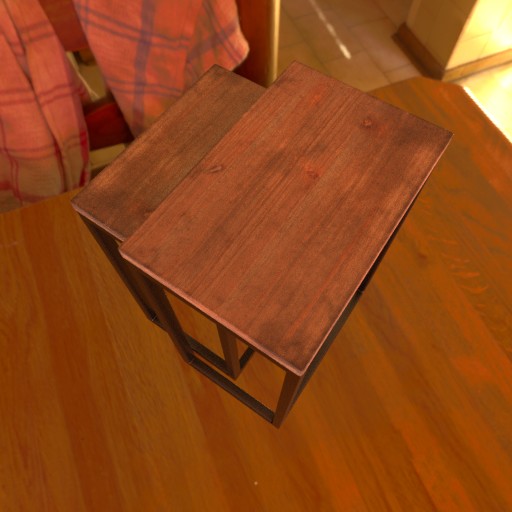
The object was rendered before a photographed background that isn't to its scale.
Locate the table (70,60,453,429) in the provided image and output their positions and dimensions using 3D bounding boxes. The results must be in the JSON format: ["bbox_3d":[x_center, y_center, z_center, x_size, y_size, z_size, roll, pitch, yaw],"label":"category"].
[{"bbox_3d":[0.000,0.000,0.931,0.460,0.615,0.456,34,68,16],"label":"table"}]
